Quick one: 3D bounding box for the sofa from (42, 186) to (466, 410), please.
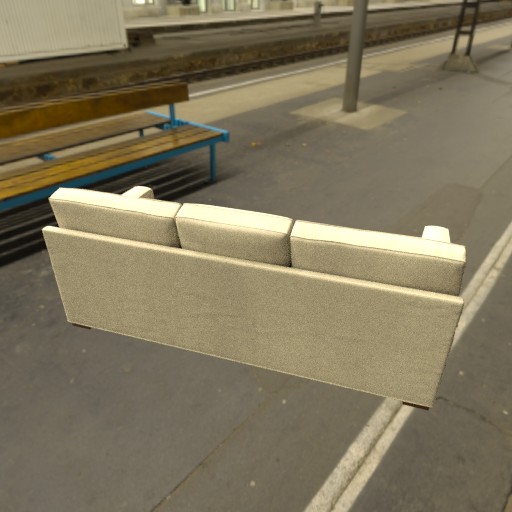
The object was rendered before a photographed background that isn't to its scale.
[{"bbox_3d":[0.000,0.000,2.562,2.093,0.862,0.936,10,33,15],"label":"sofa"}]
